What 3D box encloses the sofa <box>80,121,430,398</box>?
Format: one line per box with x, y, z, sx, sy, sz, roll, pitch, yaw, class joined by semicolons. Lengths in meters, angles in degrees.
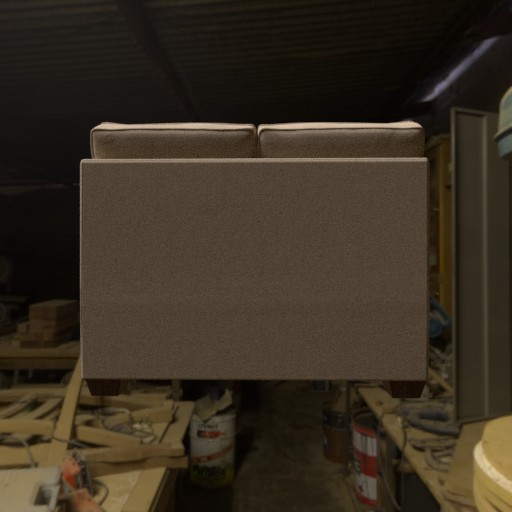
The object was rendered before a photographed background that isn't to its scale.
0.000;0.000;2.008;1.237;1.008;0.951;0;0;1;sofa
